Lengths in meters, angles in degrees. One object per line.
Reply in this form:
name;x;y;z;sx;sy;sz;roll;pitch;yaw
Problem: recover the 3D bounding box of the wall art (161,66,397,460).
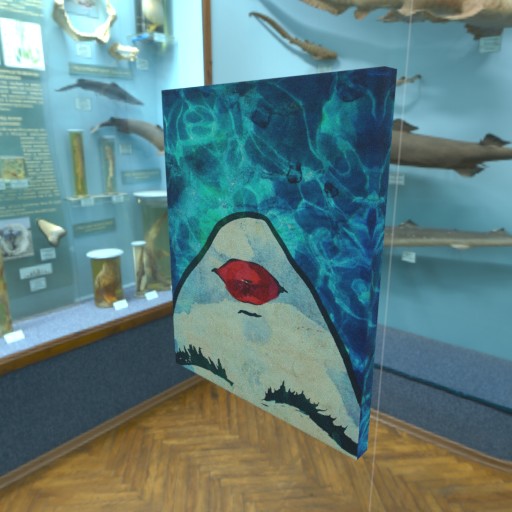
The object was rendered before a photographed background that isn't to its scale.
wall art;0.000;0.000;0.863;0.508;0.635;0.038;14;20;41
